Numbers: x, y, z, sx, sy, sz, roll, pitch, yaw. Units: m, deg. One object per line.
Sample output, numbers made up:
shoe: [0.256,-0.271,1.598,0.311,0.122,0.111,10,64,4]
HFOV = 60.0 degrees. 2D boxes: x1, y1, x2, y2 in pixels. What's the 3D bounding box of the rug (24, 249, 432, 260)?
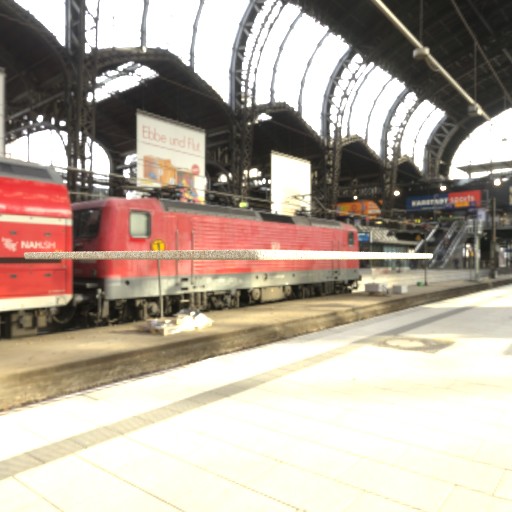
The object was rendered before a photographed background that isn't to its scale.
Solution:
rug: [0.000,0.000,2.100,1.200,0.027,1.600,0,0,37]
